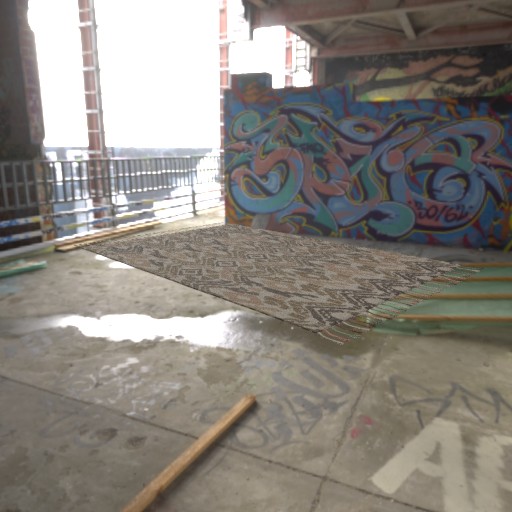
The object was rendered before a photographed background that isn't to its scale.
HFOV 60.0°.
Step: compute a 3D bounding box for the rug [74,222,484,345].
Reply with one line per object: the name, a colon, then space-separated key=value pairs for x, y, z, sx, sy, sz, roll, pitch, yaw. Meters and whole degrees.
rug: x=0.000 y=0.000 z=3.003 sx=2.438 sy=0.008 sz=1.524 roll=13 pitch=19 yaw=43
